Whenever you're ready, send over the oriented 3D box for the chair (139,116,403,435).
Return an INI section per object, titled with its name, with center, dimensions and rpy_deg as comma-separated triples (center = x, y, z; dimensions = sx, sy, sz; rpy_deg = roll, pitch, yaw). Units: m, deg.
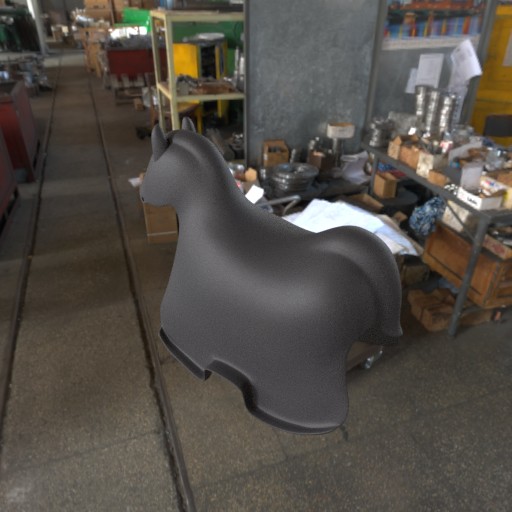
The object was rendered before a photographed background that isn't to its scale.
[chair]
center = 0.000, 0.000, 1.147
dimensions = 0.800, 0.612, 0.429
rpy_deg = 21, 37, 31
